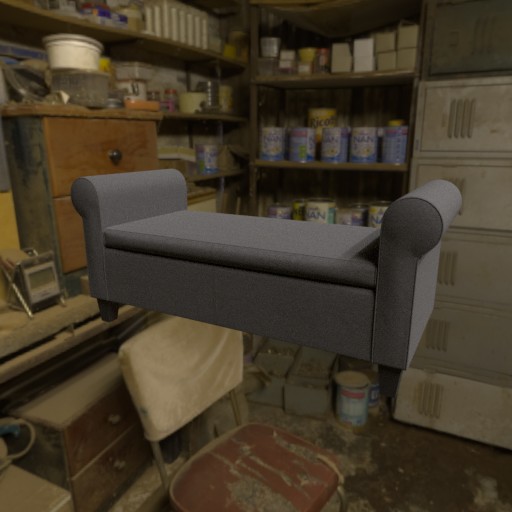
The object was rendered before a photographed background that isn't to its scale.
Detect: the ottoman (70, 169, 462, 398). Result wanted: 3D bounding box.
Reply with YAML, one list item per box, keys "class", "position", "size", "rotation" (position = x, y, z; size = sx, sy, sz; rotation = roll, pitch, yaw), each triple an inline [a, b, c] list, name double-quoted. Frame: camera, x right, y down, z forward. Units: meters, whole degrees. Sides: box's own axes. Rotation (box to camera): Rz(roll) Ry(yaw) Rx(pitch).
- class: "ottoman"
  position: [0.000, 0.000, 1.575]
  size: [1.256, 0.547, 0.521]
  rotation: [8, 17, 28]
